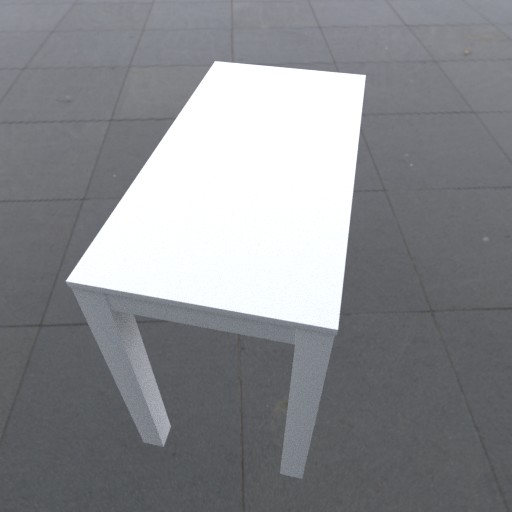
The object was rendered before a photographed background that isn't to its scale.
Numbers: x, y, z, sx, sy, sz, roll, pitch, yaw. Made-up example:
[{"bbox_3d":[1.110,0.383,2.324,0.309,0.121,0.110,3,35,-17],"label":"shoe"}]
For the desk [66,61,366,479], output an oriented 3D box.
[{"bbox_3d":[0.000,0.000,1.384,0.497,0.762,0.990,9,47,9],"label":"desk"}]
